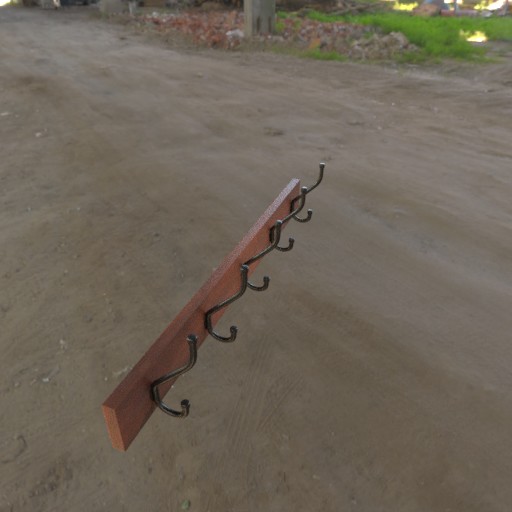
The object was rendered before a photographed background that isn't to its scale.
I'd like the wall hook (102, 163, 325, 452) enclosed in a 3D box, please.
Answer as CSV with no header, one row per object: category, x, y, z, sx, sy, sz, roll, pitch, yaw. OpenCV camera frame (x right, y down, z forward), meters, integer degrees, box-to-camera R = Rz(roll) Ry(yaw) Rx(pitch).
wall hook,0.000,0.000,0.607,0.071,0.117,0.571,11,33,18
